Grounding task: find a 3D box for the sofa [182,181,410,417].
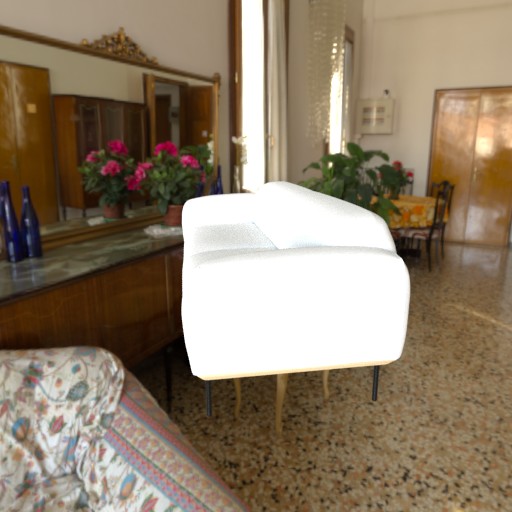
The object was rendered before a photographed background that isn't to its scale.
[{"bbox_3d":[0.000,0.000,2.671,0.880,0.780,2.257,-2,14,-9],"label":"sofa"}]
